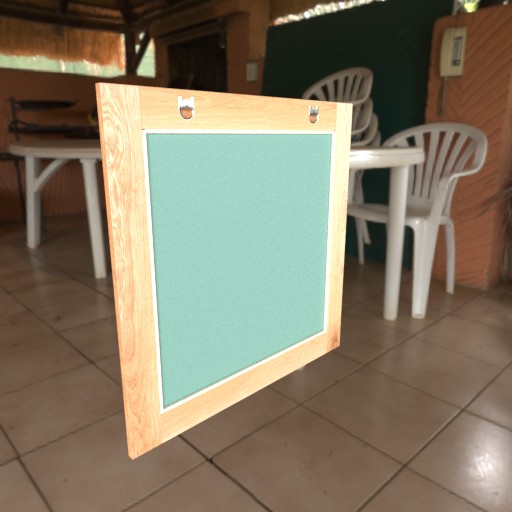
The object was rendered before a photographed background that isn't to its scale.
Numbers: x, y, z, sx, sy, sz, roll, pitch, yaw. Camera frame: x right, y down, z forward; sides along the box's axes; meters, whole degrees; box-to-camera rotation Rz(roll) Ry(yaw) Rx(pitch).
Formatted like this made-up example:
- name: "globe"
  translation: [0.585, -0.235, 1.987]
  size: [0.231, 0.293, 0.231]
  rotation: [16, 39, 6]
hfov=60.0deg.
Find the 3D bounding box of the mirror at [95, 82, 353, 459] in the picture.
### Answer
- name: "mirror"
  translation: [0.000, 0.000, 1.174]
  size: [0.800, 0.800, 0.020]
  rotation: [-15, 21, -43]
